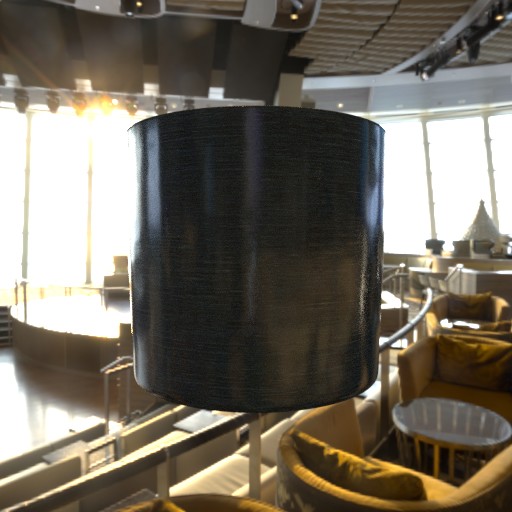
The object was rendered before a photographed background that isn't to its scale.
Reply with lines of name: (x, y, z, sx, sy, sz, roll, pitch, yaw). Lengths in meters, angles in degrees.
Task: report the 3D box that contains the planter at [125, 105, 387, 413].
planter: (0.000, 0.000, 0.394, 0.221, 0.201, 0.221, 0, 3, 0)
